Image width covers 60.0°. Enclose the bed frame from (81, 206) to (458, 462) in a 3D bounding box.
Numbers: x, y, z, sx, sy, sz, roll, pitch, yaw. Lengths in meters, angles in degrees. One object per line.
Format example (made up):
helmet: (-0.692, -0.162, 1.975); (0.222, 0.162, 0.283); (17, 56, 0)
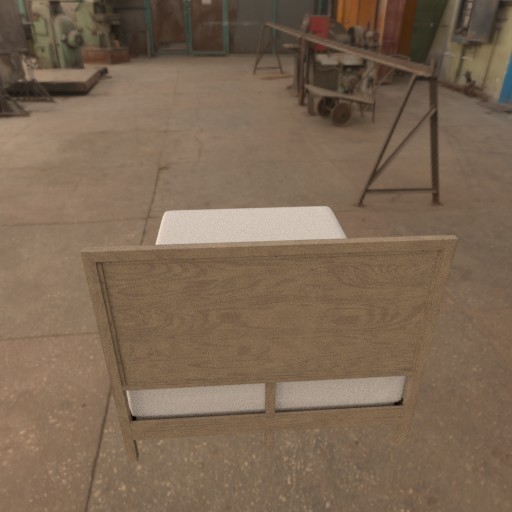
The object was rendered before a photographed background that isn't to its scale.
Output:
bed frame: (0.000, 0.000, 3.164); (1.606, 1.369, 2.189); (-2, 30, -4)
